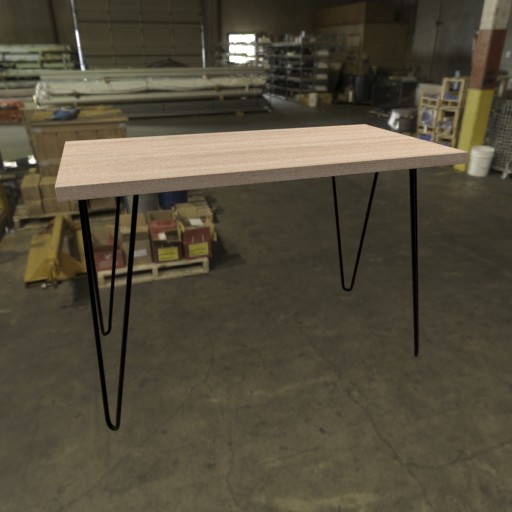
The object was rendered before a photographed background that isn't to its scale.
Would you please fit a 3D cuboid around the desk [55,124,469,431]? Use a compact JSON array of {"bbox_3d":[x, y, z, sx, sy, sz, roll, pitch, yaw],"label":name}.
[{"bbox_3d":[0.000,0.000,1.351,0.991,0.660,0.499,-8,26,-17],"label":"desk"}]
